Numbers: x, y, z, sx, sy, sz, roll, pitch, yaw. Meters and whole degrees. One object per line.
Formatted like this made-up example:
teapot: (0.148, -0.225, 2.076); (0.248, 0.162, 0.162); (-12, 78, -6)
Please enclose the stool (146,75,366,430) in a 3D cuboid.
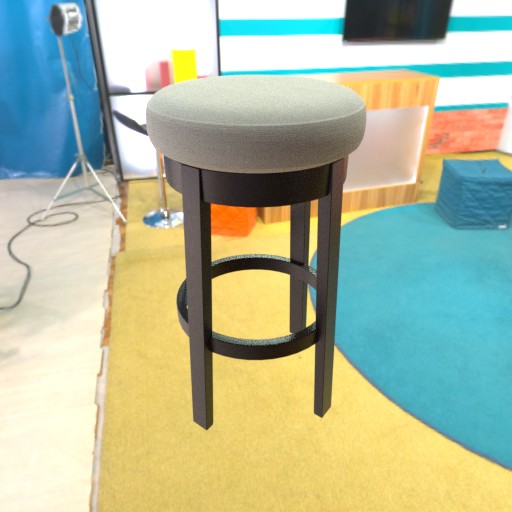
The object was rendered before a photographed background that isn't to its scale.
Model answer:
stool: (0.000, 0.000, 1.040); (0.446, 0.758, 0.446); (0, 30, 0)
